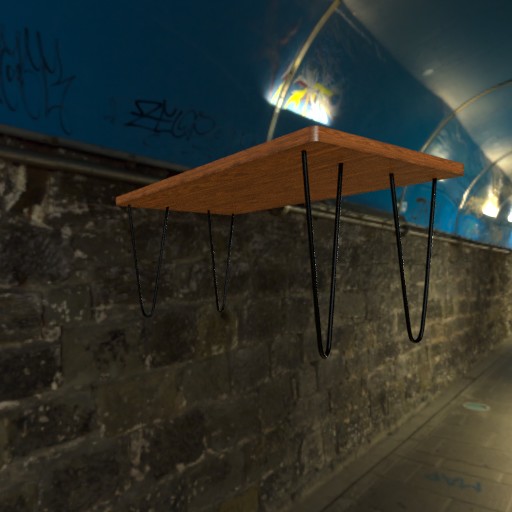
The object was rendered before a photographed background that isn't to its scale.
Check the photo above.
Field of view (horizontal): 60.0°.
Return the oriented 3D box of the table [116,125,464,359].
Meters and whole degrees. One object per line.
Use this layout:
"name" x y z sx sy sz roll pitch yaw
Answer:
"table" 0.000 0.000 2.319 0.883 0.753 1.791 1 -2 -37
